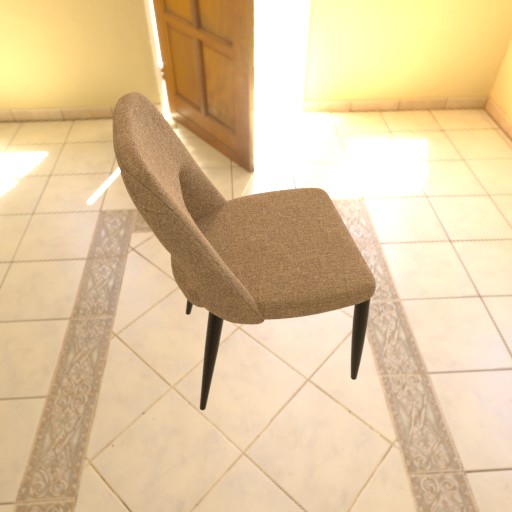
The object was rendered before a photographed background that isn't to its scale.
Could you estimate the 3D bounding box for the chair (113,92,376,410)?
[{"bbox_3d":[0.000,0.000,1.286,0.612,0.931,0.470,-9,46,-9],"label":"chair"}]
